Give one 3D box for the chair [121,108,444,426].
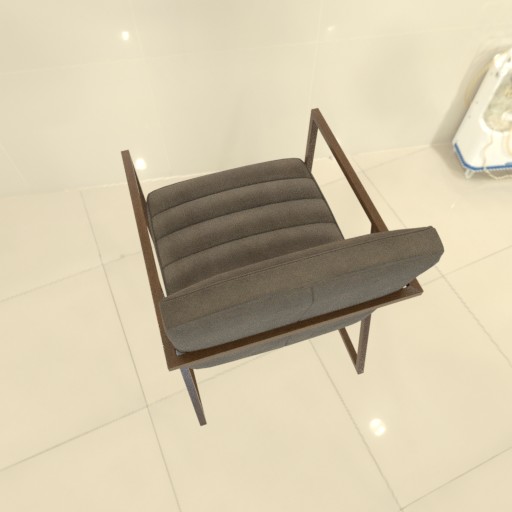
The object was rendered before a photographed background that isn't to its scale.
[{"bbox_3d":[0.000,0.000,1.273,0.578,0.843,0.682,-15,60,-9],"label":"chair"}]
